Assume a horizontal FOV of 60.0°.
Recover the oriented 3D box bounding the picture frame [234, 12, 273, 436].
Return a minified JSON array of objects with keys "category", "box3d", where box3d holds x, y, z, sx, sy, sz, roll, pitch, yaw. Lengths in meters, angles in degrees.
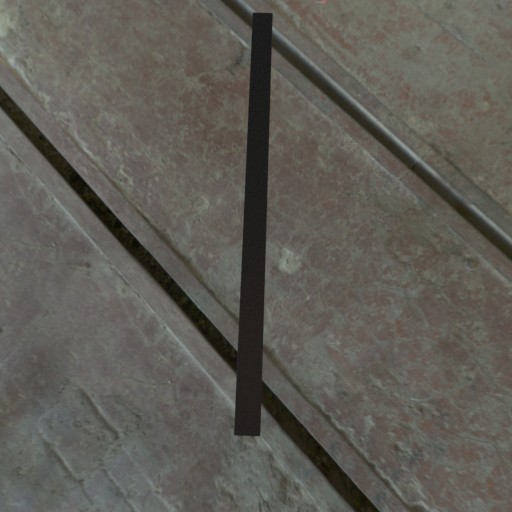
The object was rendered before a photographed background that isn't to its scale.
[{"category":"picture frame","box3d":[0.000,0.000,0.820,0.029,0.557,0.559,2,74,1]}]
